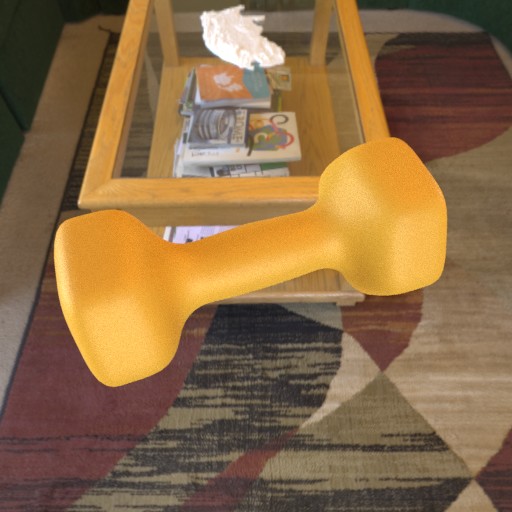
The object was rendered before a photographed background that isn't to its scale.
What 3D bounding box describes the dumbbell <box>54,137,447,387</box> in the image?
[{"bbox_3d":[0.000,0.000,0.234,0.190,0.082,0.090,-16,59,-10],"label":"dumbbell"}]
